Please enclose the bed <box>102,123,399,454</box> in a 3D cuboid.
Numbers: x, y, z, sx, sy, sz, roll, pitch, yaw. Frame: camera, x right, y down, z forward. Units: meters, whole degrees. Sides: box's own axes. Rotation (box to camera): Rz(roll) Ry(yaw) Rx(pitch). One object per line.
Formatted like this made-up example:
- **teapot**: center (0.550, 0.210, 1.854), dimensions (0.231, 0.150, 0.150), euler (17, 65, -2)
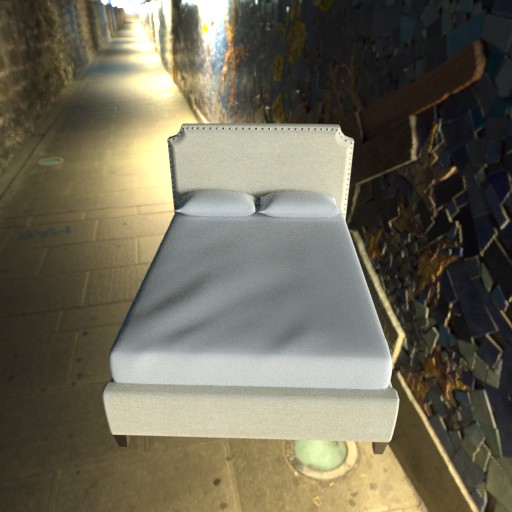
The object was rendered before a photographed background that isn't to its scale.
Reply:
- **bed**: center (0.000, 0.000, 3.382), dimensions (1.713, 1.457, 2.381), euler (1, 29, 2)
